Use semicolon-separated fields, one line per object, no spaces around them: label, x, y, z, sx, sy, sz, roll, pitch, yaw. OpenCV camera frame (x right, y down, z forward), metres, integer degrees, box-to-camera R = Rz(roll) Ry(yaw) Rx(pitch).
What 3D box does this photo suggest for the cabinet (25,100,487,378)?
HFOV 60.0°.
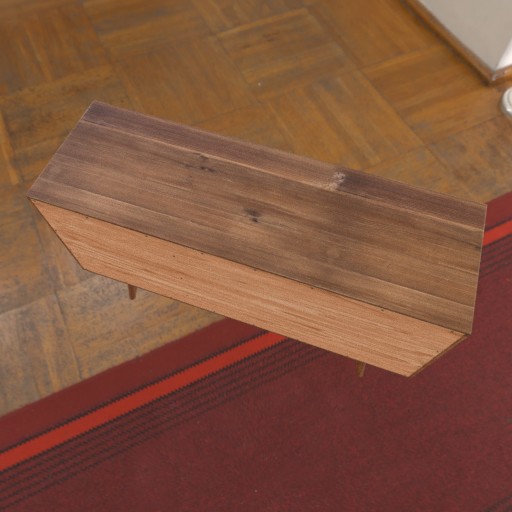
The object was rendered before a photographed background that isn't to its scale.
cabinet;0.000;0.000;1.766;1.400;0.800;0.472;17;63;9
